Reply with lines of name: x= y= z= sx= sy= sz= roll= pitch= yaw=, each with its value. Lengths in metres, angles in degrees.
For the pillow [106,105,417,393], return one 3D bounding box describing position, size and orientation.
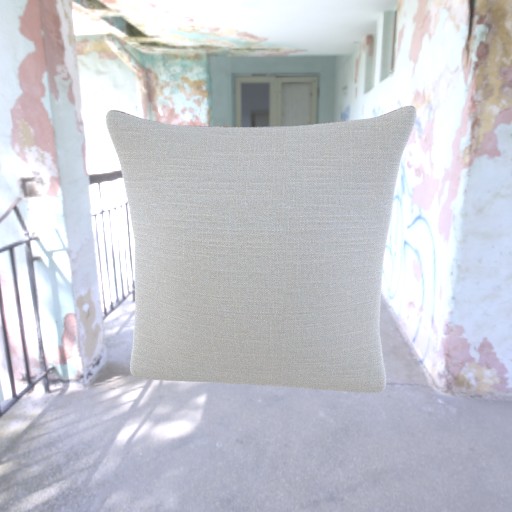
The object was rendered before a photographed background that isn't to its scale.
pillow: x=0.000 y=0.000 z=0.702 sx=0.451 sy=0.449 sz=0.191 roll=2 pitch=15 yaw=6
